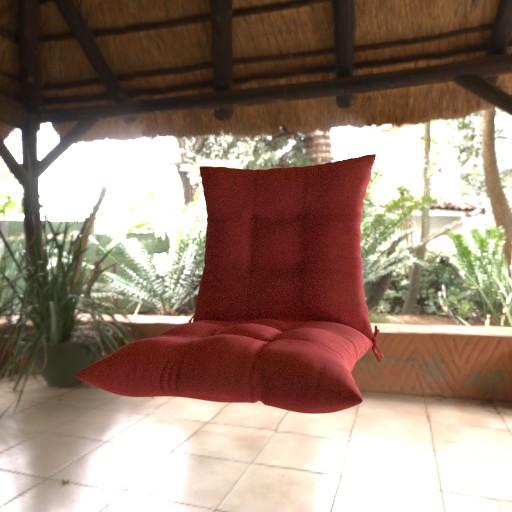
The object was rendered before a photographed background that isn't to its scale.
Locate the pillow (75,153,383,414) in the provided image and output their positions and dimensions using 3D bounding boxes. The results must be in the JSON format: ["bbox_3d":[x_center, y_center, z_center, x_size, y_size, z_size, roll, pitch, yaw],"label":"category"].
[{"bbox_3d":[0.000,0.000,0.992,0.541,0.536,0.585,0,0,17],"label":"pillow"}]
